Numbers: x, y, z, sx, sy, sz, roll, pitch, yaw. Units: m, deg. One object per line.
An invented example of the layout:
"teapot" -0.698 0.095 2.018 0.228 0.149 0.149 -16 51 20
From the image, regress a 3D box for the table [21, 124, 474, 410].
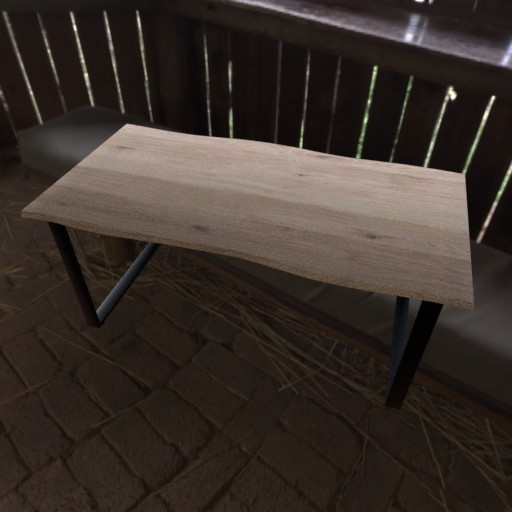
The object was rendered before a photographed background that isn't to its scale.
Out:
"table" 0.000 0.000 2.232 1.800 0.780 0.900 12 43 13
